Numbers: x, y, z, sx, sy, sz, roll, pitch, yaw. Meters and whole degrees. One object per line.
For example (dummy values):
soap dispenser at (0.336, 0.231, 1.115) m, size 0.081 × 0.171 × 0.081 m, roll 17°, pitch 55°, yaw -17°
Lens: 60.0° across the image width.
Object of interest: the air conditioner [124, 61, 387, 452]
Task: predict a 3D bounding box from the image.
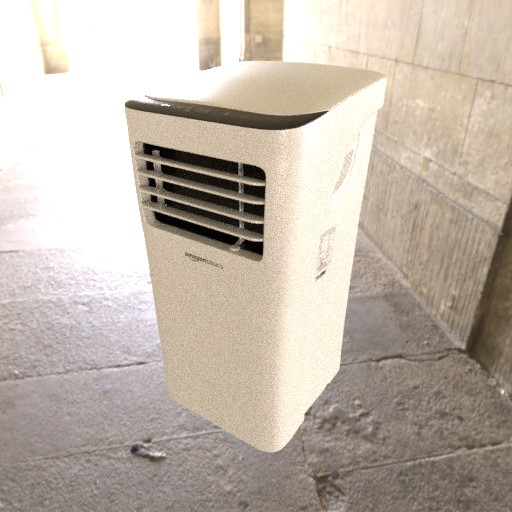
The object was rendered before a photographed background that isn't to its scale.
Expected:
air conditioner at (0.000, 0.000, 0.921) m, size 0.352 × 0.716 × 0.369 m, roll 18°, pitch 34°, yaw 29°
